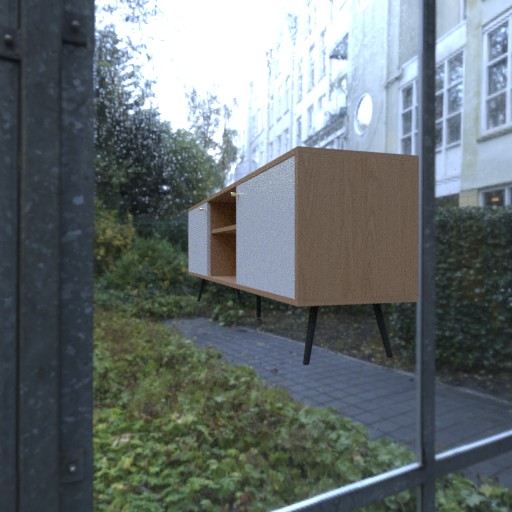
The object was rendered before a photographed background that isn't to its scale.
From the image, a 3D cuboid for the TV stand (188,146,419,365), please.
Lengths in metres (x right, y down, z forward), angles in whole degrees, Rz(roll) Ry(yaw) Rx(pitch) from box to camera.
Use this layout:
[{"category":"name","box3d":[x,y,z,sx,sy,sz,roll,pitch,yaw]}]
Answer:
[{"category":"TV stand","box3d":[0.000,0.000,2.028,0.400,0.580,1.760,0,1,-18]}]
